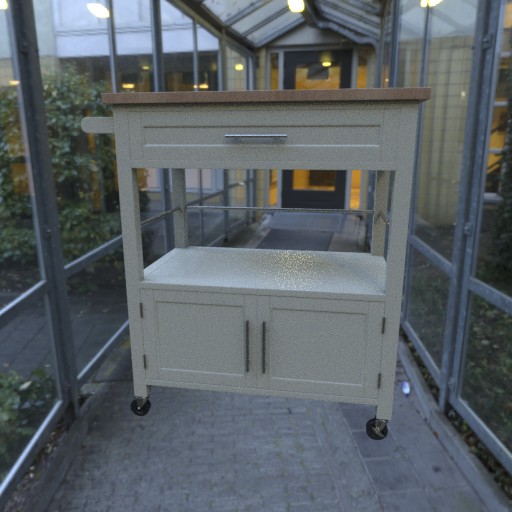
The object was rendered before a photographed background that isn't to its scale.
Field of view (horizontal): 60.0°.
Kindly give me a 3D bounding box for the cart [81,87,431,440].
[{"bbox_3d":[0.000,0.000,1.349,0.840,0.901,0.459,2,15,9],"label":"cart"}]
